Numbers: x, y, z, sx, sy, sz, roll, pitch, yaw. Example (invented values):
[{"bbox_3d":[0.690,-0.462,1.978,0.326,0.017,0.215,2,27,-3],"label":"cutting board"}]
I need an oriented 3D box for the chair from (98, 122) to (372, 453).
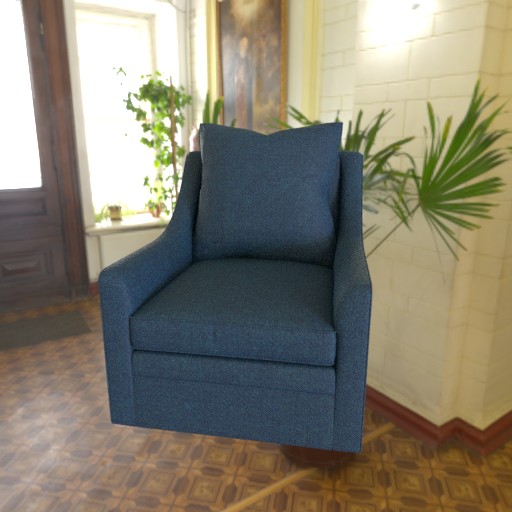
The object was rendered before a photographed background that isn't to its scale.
[{"bbox_3d":[0.000,0.000,1.590,0.750,0.939,0.870,3,15,10],"label":"chair"}]
